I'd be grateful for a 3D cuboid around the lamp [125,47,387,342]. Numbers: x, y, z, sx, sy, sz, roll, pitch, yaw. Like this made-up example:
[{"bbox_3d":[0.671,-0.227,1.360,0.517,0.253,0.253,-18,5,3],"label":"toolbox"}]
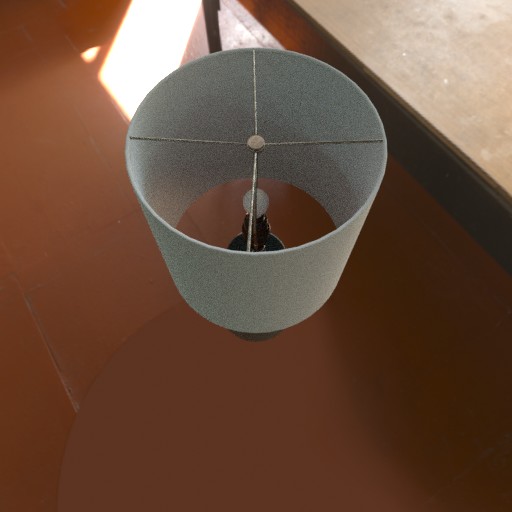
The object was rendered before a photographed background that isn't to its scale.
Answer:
[{"bbox_3d":[0.000,0.000,0.572,0.217,0.453,0.217,1,64,0],"label":"lamp"}]
